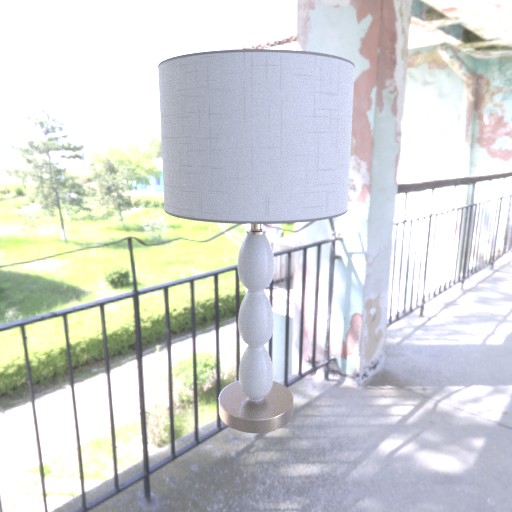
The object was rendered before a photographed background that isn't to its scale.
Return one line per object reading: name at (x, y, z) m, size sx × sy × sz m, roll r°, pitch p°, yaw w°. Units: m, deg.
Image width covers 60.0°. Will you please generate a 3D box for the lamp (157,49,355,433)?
lamp at (0.000, 0.000, 0.710) m, size 0.282 × 0.559 × 0.280 m, roll 13°, pitch 19°, yaw 42°
